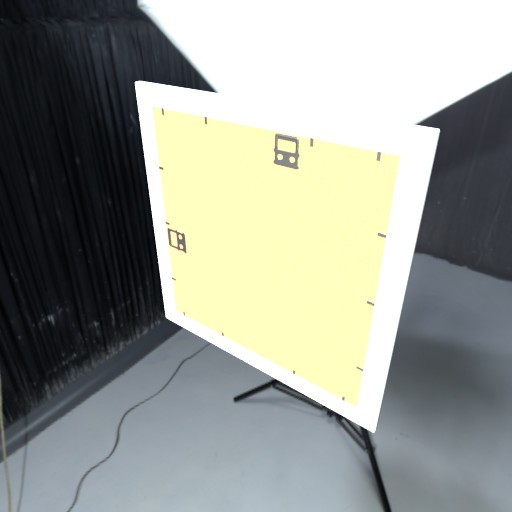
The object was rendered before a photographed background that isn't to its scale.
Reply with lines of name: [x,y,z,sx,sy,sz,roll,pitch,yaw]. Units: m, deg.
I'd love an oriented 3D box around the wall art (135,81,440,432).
wall art: [0.000,0.000,0.865,0.584,0.584,0.013,21,37,31]
